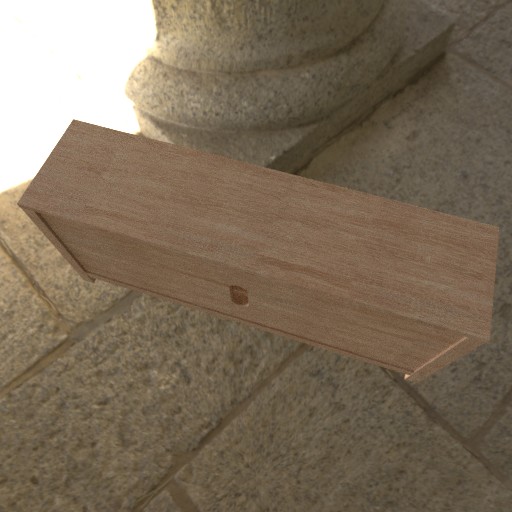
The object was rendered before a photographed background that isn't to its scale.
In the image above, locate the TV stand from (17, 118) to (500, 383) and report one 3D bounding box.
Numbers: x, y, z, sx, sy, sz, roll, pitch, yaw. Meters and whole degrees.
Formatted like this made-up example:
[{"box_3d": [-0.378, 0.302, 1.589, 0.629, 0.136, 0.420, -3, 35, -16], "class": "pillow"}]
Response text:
[{"box_3d": [0.000, 0.000, 1.661, 1.466, 0.610, 0.398, 16, 65, 8], "class": "TV stand"}]
